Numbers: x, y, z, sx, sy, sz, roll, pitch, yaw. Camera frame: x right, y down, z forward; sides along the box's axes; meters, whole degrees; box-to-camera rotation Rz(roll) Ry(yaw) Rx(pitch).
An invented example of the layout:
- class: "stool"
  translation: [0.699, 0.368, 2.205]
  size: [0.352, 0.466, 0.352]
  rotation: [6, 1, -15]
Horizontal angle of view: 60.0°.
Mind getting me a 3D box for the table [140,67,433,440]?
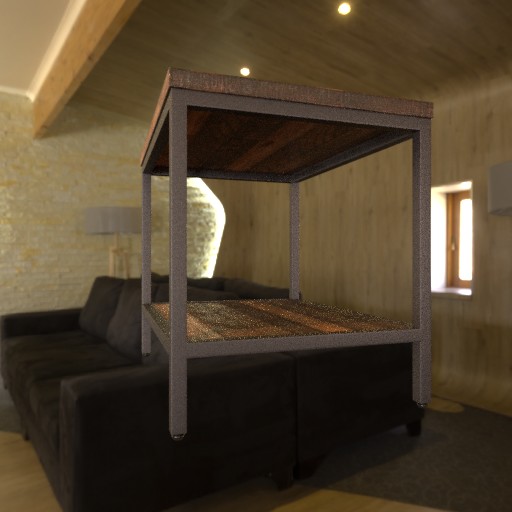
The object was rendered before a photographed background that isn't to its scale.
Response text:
- class: "table"
  translation: [0.000, 0.000, 1.124]
  size: [0.524, 0.612, 0.678]
  rotation: [0, 0, -18]
